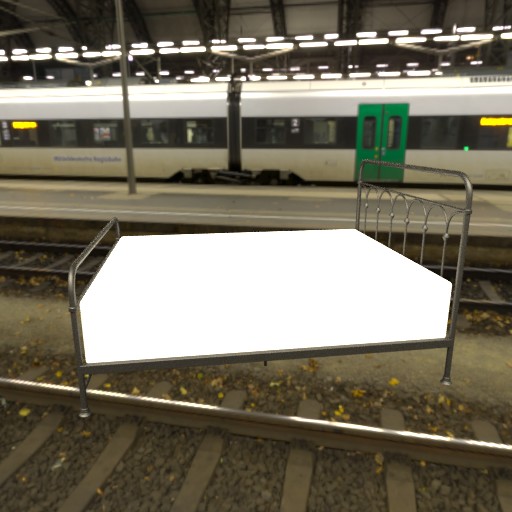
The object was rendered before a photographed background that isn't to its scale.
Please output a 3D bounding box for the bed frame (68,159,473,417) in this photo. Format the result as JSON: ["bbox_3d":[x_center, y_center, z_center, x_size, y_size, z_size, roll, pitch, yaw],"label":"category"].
[{"bbox_3d":[0.000,0.000,3.179,2.203,1.276,1.664,-2,15,-8],"label":"bed frame"}]
